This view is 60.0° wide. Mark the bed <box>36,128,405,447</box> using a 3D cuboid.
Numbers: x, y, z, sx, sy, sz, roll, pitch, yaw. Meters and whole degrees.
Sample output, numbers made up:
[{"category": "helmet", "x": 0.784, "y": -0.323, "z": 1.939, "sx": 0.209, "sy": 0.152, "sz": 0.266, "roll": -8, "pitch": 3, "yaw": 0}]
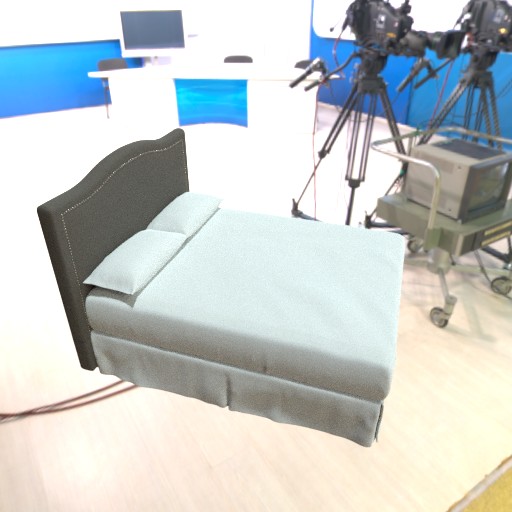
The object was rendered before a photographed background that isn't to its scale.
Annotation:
[{"category": "bed", "x": 0.000, "y": 0.000, "z": 3.140, "sx": 2.036, "sy": 1.387, "sz": 1.666, "roll": 10, "pitch": 33, "yaw": 16}]
